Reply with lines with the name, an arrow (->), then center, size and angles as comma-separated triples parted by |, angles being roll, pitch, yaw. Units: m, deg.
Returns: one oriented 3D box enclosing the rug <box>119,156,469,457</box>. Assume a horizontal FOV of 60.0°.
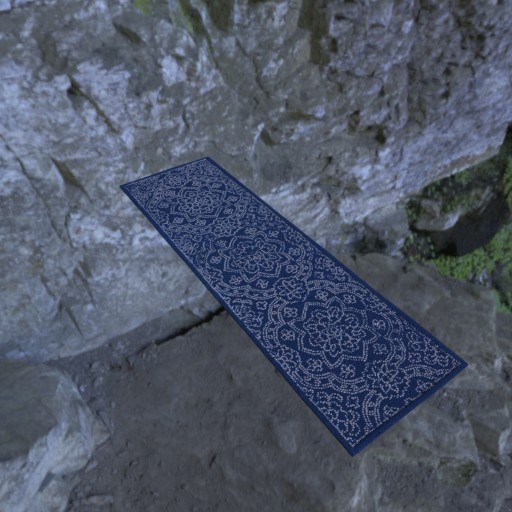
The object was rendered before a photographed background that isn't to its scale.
rug -> 0.000, 0.000, 2.694 | 0.769, 0.012, 2.448 | -25, 47, -25
